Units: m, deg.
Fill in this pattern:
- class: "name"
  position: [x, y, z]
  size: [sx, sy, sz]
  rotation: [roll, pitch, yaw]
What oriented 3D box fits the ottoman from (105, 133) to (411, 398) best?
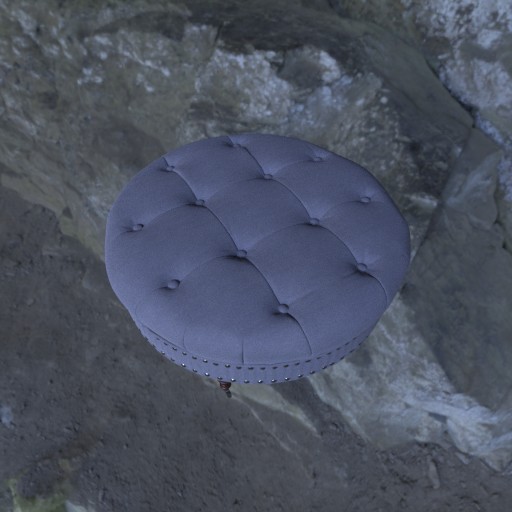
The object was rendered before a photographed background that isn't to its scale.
- class: "ottoman"
  position: [0.000, 0.000, 1.422]
  size: [0.901, 0.439, 0.901]
  rotation: [0, 47, 0]
